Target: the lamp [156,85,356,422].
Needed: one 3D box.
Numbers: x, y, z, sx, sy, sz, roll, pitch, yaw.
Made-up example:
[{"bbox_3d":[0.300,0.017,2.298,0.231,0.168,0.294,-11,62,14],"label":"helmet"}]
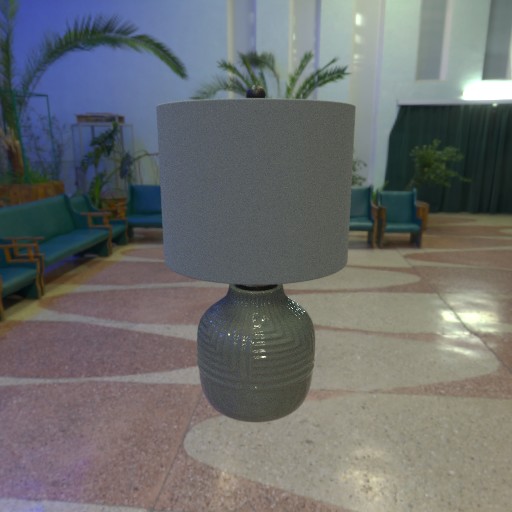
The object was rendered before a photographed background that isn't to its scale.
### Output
[{"bbox_3d":[0.000,0.000,0.784,0.318,0.567,0.318,0,14,0],"label":"lamp"}]
